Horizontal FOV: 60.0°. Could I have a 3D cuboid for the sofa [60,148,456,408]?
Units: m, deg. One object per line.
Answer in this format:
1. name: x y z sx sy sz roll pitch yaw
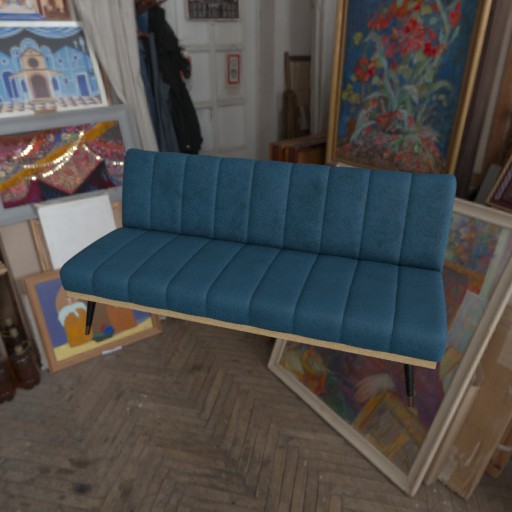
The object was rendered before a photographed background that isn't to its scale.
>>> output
1. sofa: 0.000 0.000 2.264 1.810 0.825 0.830 8 28 16
